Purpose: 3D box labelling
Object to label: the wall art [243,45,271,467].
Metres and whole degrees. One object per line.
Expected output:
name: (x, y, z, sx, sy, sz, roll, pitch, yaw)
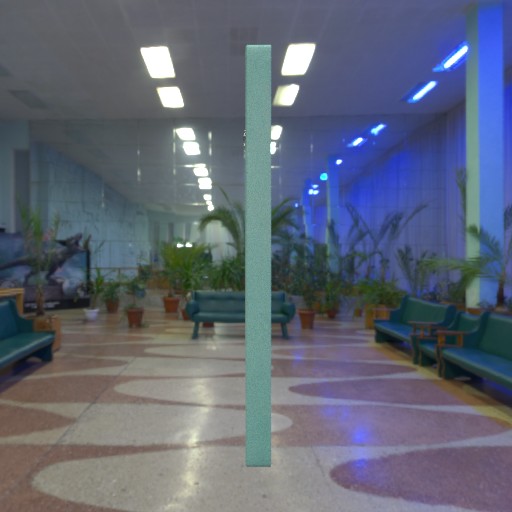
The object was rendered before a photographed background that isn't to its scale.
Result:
wall art: (0.000, 0.000, 1.182, 0.054, 0.766, 0.765, 0, 0, 0)
